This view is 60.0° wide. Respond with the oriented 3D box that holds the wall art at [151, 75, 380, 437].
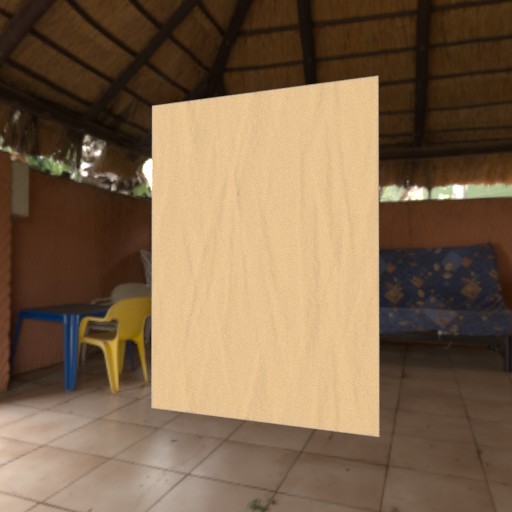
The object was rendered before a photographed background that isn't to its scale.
[{"bbox_3d":[0.000,0.000,1.510,0.810,1.116,0.016,0,-1,19],"label":"wall art"}]
